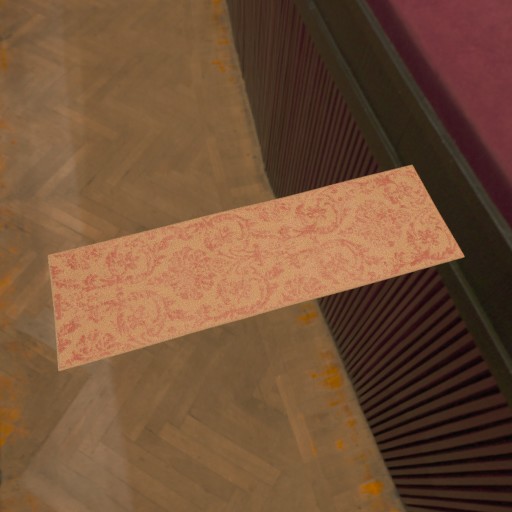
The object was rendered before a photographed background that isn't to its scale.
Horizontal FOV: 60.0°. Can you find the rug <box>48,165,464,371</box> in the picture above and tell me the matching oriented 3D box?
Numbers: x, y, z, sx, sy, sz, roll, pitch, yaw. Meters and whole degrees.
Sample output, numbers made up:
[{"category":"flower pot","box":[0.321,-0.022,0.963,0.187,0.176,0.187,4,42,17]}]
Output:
[{"category":"rug","box":[0.000,0.000,2.435,2.196,0.011,0.662,-15,64,-7]}]
